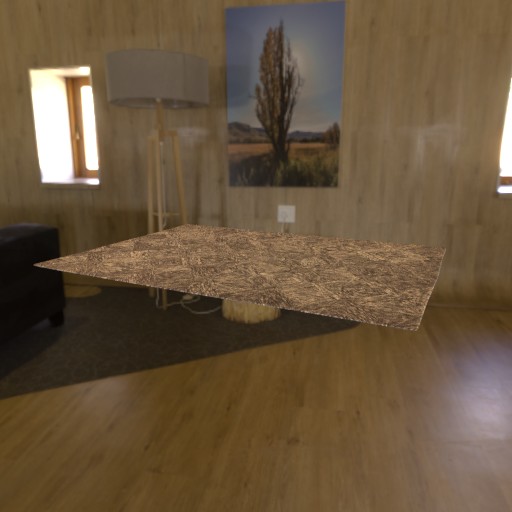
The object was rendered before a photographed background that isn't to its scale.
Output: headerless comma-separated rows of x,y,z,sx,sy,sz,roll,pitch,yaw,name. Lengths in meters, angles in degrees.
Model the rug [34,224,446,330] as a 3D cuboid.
0.000,0.000,5.351,4.093,0.020,2.997,7,15,26,rug
